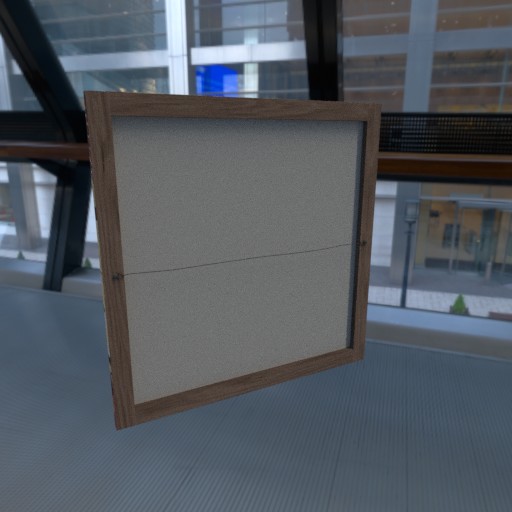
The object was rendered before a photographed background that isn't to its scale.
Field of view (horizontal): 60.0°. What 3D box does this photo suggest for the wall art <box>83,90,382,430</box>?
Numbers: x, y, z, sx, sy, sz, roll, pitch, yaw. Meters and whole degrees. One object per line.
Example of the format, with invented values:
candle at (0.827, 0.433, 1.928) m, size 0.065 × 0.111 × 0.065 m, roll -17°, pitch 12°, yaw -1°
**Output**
wall art at (0.000, 0.000, 1.133) m, size 0.757 × 0.762 × 0.028 m, roll -8°, pitch 17°, yaw -27°
